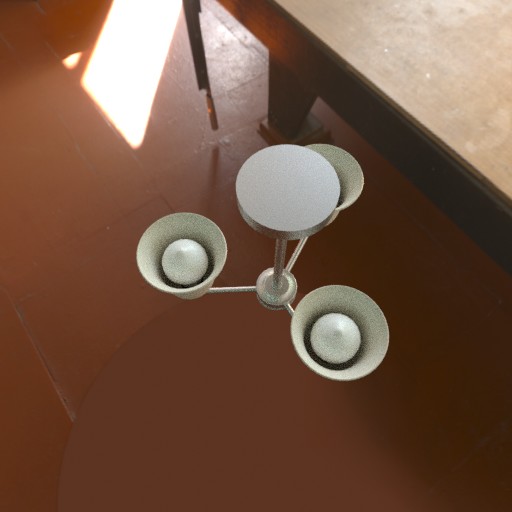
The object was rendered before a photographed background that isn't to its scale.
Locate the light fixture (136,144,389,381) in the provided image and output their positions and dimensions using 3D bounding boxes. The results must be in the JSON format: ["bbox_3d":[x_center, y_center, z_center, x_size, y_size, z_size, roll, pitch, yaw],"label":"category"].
[{"bbox_3d":[0.000,0.000,0.678,0.354,0.370,0.388,-2,64,-1],"label":"light fixture"}]
